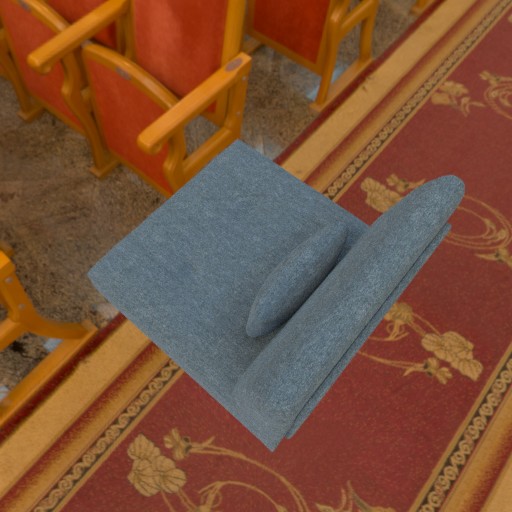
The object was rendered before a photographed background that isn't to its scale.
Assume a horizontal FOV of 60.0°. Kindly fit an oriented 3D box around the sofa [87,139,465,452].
[{"bbox_3d":[0.000,0.000,1.673,1.000,0.820,0.930,37,69,17],"label":"sofa"}]
